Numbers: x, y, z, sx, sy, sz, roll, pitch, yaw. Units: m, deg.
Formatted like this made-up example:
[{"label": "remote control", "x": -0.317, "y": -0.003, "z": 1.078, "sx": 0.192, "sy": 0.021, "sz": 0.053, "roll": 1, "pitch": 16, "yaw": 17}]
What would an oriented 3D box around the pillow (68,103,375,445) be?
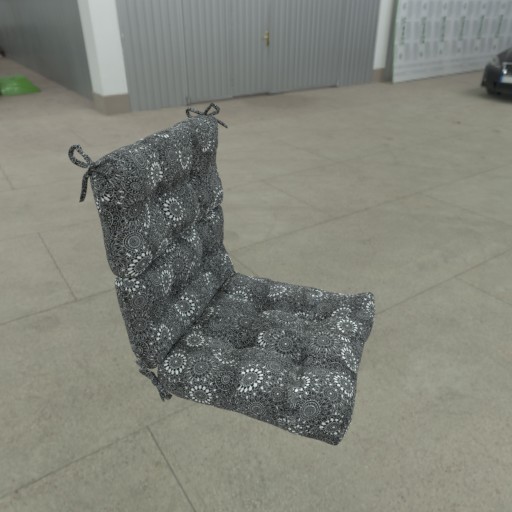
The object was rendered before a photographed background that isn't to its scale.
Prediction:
[{"label": "pillow", "x": 0.000, "y": 0.000, "z": 1.057, "sx": 0.571, "sy": 0.605, "sz": 0.519, "roll": 10, "pitch": 31, "yaw": 18}]
